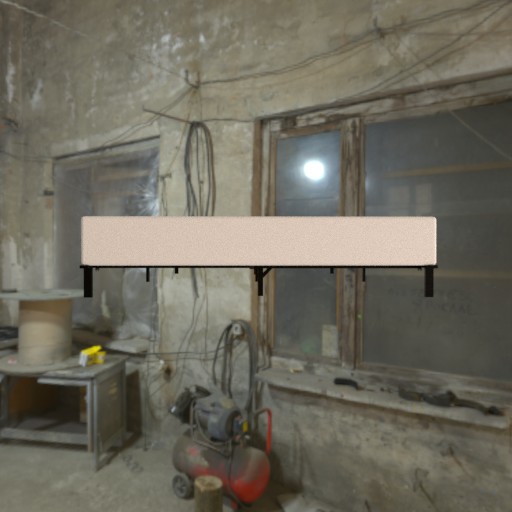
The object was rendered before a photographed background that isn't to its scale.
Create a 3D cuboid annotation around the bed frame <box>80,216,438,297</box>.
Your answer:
[{"bbox_3d":[0.000,0.000,3.860,1.930,0.440,2.987,0,0,-1],"label":"bed frame"}]
